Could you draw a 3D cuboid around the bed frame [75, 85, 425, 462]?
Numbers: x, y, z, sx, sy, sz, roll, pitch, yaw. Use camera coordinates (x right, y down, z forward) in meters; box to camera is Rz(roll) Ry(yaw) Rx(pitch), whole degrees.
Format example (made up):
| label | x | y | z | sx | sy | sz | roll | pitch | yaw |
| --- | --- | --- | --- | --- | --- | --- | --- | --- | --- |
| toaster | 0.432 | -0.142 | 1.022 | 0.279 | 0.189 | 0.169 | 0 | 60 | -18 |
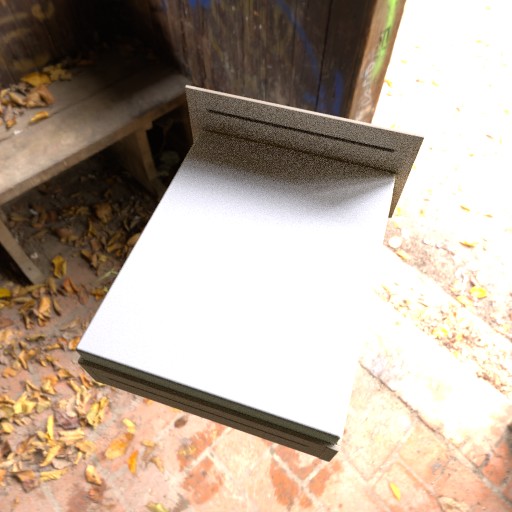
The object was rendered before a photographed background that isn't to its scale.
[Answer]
| label | x | y | z | sx | sy | sz | roll | pitch | yaw |
| --- | --- | --- | --- | --- | --- | --- | --- | --- | --- |
| bed frame | 0.000 | 0.000 | 3.069 | 1.800 | 0.900 | 2.080 | 15 | 58 | 10 |
